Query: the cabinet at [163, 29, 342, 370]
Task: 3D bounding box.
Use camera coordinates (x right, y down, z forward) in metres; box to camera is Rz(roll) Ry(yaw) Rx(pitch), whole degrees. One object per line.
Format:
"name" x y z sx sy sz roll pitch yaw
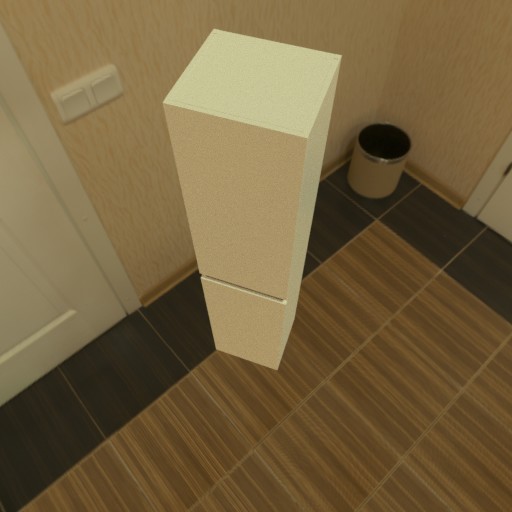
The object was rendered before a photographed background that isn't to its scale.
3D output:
"cabinet" 0.000 0.000 1.515 0.300 1.400 0.269 17 60 10
